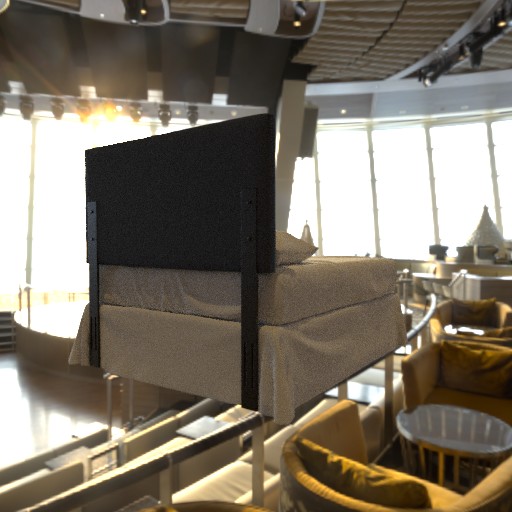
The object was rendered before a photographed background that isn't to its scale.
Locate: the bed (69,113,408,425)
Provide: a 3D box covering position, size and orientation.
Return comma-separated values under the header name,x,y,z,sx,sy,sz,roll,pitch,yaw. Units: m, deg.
name,x,y,z,sx,sy,sz,roll,pitch,yaw
bed,0.000,0.000,3.595,1.936,1.577,2.222,1,3,36
